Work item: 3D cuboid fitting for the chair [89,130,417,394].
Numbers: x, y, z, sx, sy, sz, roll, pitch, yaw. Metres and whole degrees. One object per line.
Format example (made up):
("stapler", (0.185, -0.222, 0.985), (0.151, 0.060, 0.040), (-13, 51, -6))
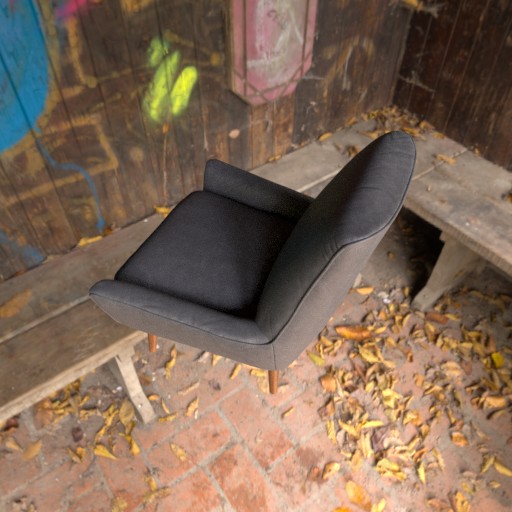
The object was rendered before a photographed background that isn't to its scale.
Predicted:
("chair", (0.000, 0.000, 1.508), (0.822, 0.888, 0.787), (19, 50, 17))
